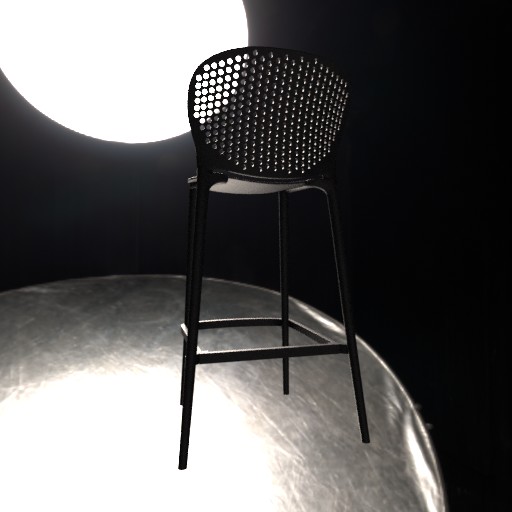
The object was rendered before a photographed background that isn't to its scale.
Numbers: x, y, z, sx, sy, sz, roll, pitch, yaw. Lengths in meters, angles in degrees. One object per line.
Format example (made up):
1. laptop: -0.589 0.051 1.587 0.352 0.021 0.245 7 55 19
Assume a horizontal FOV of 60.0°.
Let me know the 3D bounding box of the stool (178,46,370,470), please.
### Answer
1. stool: 0.000 0.000 1.366 0.536 1.045 0.535 0 1 -17
